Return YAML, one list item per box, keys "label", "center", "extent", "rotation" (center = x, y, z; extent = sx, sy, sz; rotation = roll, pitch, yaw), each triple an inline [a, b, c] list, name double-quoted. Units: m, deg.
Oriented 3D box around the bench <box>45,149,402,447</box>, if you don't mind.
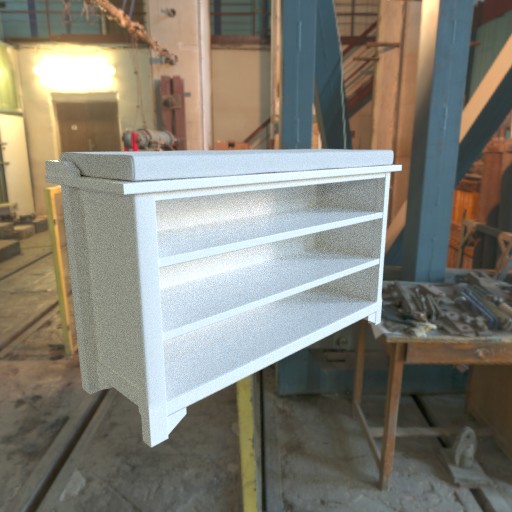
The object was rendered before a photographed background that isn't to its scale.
- label: "bench"
  center: [0.000, 0.000, 1.269]
  extent: [0.346, 0.589, 0.987]
  rotation: [14, 20, 43]
